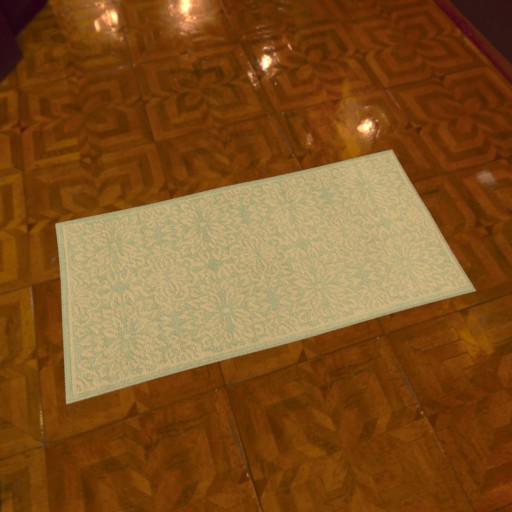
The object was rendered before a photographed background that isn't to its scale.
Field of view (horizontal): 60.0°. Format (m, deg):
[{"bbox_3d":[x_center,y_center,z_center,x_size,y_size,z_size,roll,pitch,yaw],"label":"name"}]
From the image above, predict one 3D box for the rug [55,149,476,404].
[{"bbox_3d":[0.000,0.000,1.408,1.219,0.007,0.604,-14,60,-8],"label":"rug"}]
